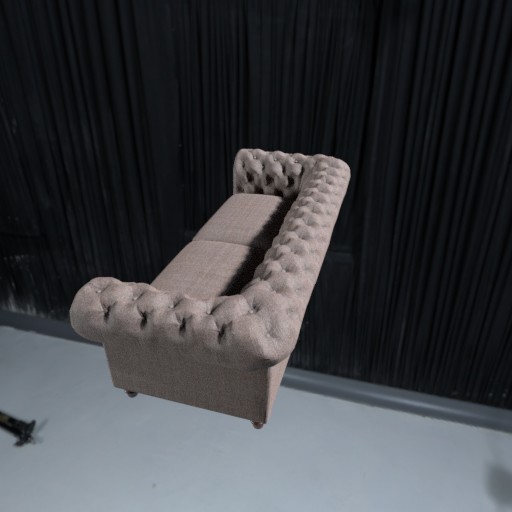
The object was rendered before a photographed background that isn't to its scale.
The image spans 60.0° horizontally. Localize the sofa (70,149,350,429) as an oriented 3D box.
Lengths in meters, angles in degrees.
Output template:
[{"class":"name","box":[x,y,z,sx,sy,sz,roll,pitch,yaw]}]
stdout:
[{"class":"sofa","box":[0.000,0.000,2.853,0.944,0.787,2.385,8,31,14]}]
